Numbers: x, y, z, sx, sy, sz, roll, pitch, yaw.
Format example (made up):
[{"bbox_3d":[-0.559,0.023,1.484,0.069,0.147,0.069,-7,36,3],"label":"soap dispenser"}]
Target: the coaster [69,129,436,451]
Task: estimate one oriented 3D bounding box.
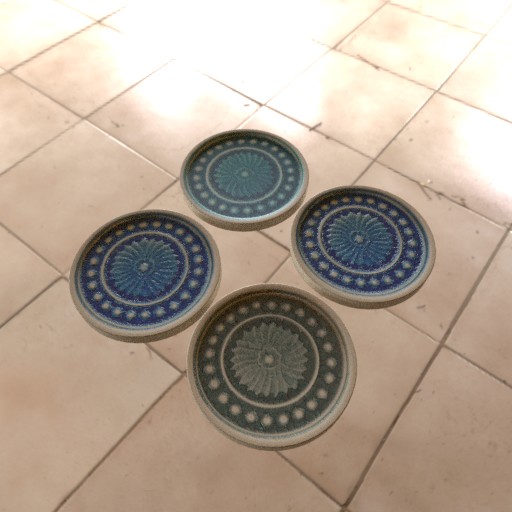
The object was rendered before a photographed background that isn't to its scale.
[{"bbox_3d":[0.000,0.000,0.329,0.220,0.010,0.224,32,62,19],"label":"coaster"}]
